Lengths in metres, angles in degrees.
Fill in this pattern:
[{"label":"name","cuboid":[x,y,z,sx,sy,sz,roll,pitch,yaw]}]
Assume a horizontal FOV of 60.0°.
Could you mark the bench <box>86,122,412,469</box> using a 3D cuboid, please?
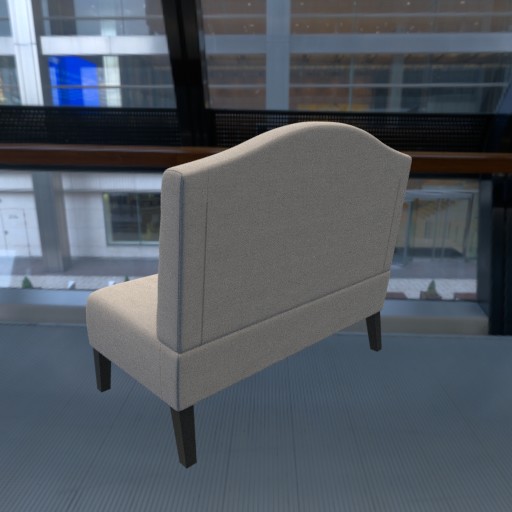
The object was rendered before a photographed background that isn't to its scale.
[{"label":"bench","cuboid":[0.000,0.000,2.057,1.335,1.180,0.815,-14,21,-42]}]
